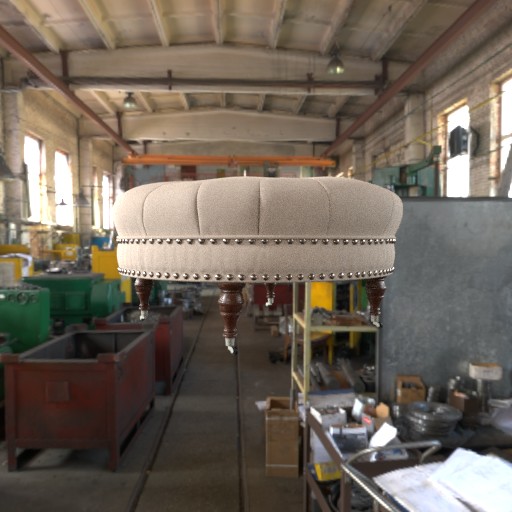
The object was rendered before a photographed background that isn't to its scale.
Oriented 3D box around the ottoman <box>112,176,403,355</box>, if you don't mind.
[{"bbox_3d":[0.000,0.000,1.424,0.901,0.439,0.901,0,2,0],"label":"ottoman"}]
